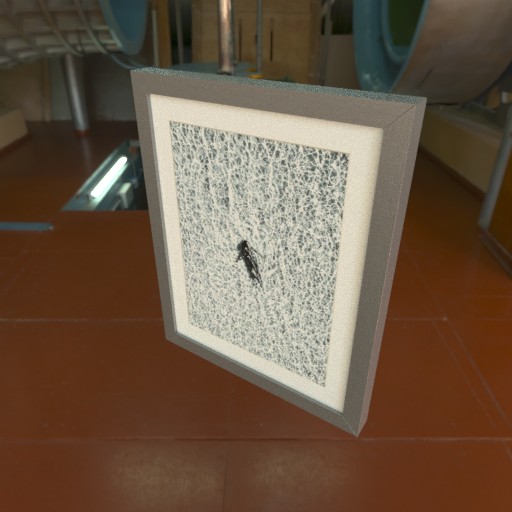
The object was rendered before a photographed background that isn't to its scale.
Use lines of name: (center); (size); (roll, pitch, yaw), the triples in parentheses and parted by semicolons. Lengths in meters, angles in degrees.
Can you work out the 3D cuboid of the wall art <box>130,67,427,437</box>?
wall art: (0.000, 0.000, 0.511); (0.308, 0.379, 0.030); (19, 35, 29)
